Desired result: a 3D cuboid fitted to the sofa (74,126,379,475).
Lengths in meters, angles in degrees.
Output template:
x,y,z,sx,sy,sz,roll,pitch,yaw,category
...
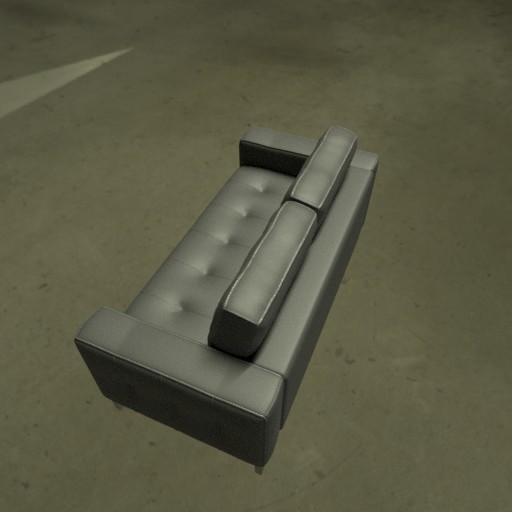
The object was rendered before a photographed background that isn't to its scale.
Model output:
x,y,z,sx,sy,sz,roll,pitch,yaw,category
0.000,0.000,2.248,0.833,0.892,1.726,18,49,16,sofa
